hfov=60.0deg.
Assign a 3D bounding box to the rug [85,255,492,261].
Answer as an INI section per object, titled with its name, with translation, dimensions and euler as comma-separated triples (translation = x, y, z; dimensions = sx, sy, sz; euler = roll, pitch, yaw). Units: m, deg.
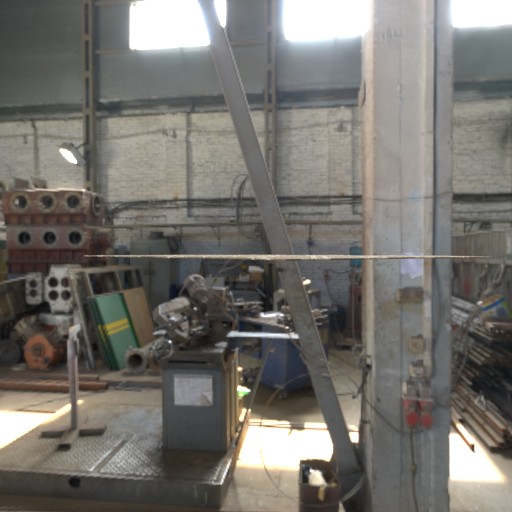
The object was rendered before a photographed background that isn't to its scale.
[rug]
translation = 0.000, 0.000, 2.170
dimensions = 1.142, 0.010, 1.748
euler = 0, 1, -37
